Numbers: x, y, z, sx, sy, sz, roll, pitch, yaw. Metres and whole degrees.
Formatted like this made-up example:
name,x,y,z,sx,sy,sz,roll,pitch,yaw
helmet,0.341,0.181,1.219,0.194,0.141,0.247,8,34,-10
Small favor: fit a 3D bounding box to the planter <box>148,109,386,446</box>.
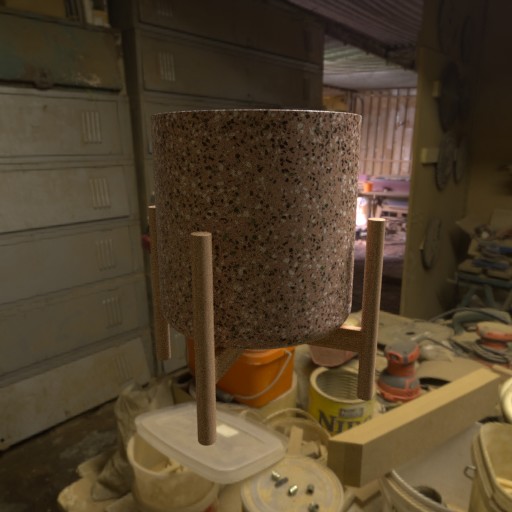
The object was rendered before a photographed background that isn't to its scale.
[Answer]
name,x,y,z,sx,sy,sz,roll,pitch,yaw
planter,0.000,0.000,0.702,0.360,0.419,0.360,13,19,42
